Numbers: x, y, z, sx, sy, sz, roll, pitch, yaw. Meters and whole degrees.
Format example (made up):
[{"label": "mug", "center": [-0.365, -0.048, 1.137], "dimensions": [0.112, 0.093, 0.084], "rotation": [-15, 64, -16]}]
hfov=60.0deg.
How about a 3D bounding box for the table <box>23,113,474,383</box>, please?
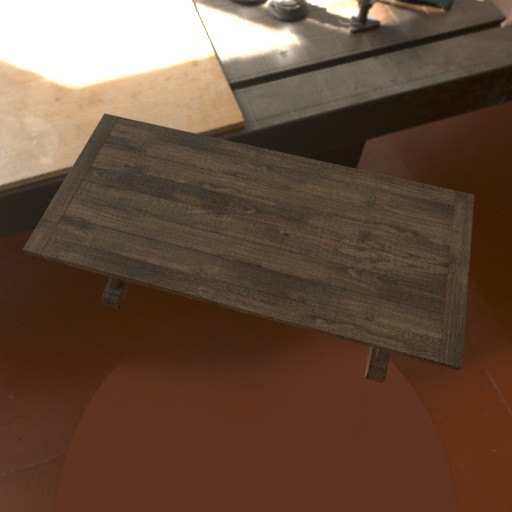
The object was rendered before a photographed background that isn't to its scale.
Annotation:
[{"label": "table", "center": [0.000, 0.000, 2.485], "dimensions": [2.031, 0.733, 0.907], "rotation": [14, 63, 7]}]
